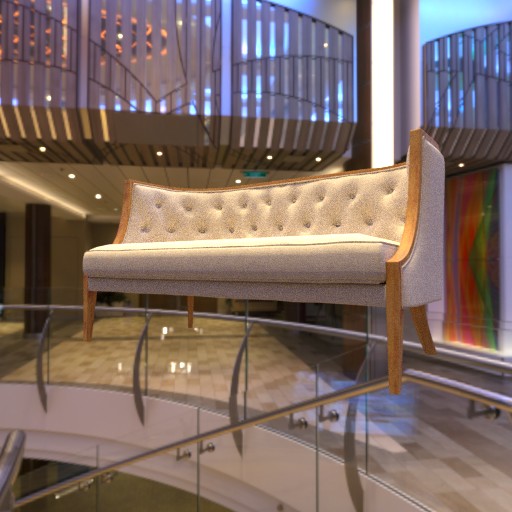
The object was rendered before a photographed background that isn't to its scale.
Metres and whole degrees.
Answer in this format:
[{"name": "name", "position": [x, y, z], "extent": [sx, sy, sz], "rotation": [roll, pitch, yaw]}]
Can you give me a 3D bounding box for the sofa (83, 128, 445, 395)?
[{"name": "sofa", "position": [0.000, 0.000, 1.896], "extent": [1.474, 0.775, 0.770], "rotation": [-1, -2, 36]}]
